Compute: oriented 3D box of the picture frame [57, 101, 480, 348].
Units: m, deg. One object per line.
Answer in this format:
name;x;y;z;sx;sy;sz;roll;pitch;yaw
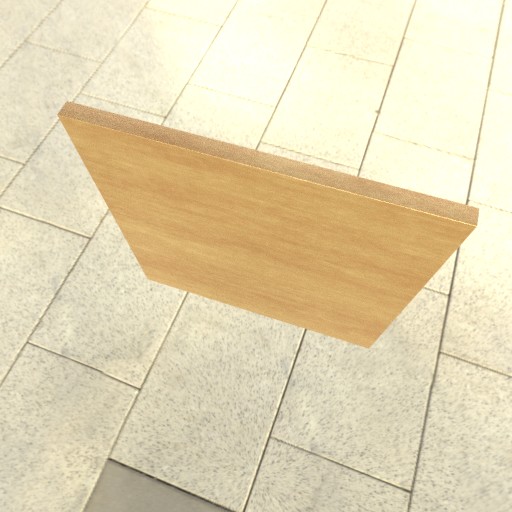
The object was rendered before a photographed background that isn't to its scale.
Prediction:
picture frame;0.000;0.000;1.110;0.758;0.761;0.037;16;65;8
